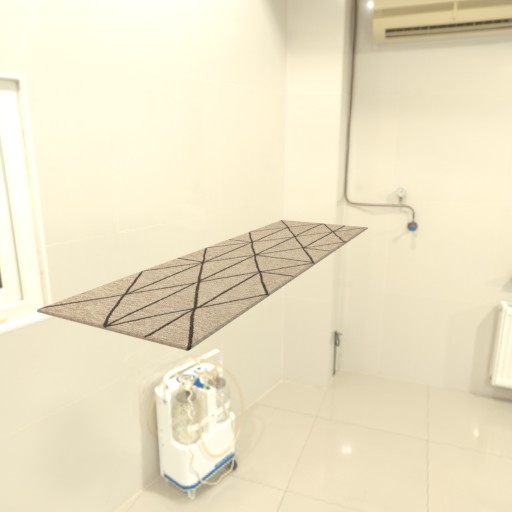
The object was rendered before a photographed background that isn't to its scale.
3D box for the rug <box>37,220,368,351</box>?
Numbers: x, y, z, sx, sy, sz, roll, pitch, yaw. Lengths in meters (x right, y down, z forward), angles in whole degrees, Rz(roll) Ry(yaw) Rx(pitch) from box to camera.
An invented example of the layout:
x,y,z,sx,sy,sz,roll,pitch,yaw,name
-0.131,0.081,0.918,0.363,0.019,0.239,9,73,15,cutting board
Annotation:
x,y,z,sx,sy,sz,roll,pitch,yaw,name
0.000,0.000,2.693,0.762,0.012,2.438,7,16,27,rug
